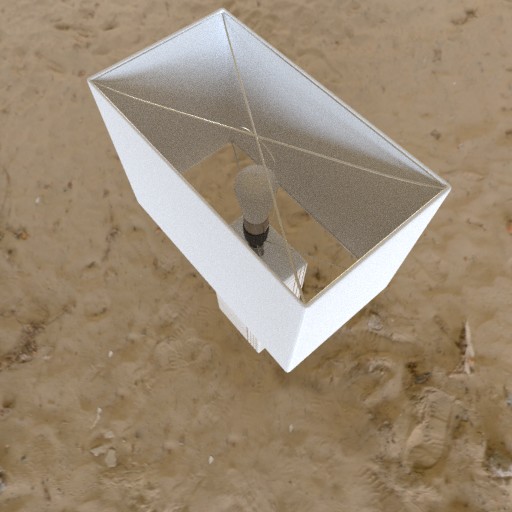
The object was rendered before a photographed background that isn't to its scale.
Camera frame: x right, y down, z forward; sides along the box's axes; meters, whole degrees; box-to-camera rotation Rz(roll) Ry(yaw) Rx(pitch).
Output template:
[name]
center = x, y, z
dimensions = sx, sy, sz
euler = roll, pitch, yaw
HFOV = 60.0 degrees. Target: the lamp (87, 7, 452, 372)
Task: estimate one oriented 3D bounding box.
[lamp]
center = 0.000, 0.000, 0.670
dimensions = 0.182, 0.543, 0.334
euler = -37, 69, -17
